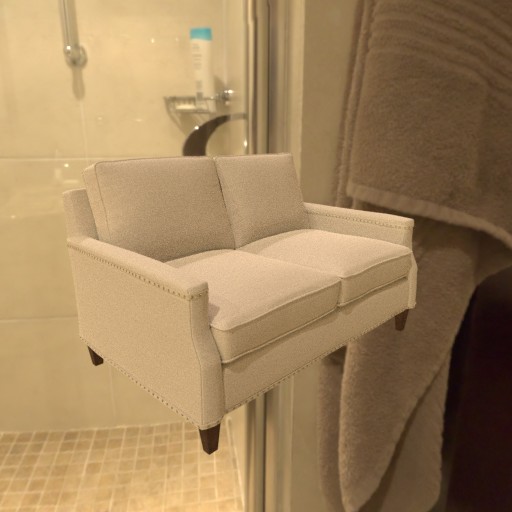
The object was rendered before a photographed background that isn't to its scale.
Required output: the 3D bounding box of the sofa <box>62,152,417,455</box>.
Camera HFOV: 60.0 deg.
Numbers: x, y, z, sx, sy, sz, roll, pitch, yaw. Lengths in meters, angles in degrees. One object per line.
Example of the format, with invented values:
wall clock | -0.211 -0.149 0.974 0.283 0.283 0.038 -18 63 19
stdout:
sofa | 0.000 0.000 2.302 1.084 1.003 1.597 15 22 43
